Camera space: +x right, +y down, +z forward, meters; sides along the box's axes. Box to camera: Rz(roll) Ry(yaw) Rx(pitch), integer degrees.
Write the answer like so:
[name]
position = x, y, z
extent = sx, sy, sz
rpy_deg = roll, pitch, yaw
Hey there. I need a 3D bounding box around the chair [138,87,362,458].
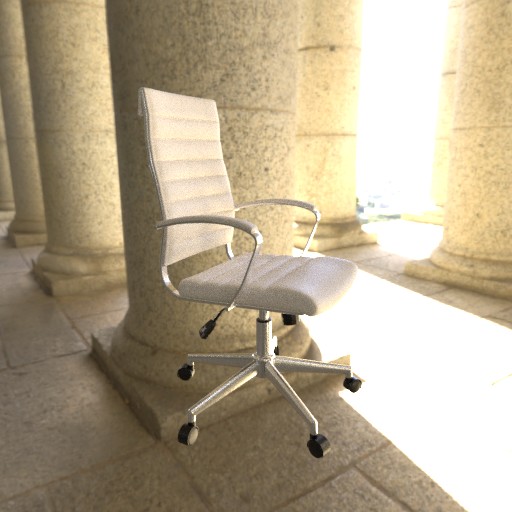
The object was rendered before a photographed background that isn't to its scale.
[chair]
position = 0.000, 0.000, 1.621
extent = 0.739, 1.149, 0.766
rpy_deg = 7, 15, 26
